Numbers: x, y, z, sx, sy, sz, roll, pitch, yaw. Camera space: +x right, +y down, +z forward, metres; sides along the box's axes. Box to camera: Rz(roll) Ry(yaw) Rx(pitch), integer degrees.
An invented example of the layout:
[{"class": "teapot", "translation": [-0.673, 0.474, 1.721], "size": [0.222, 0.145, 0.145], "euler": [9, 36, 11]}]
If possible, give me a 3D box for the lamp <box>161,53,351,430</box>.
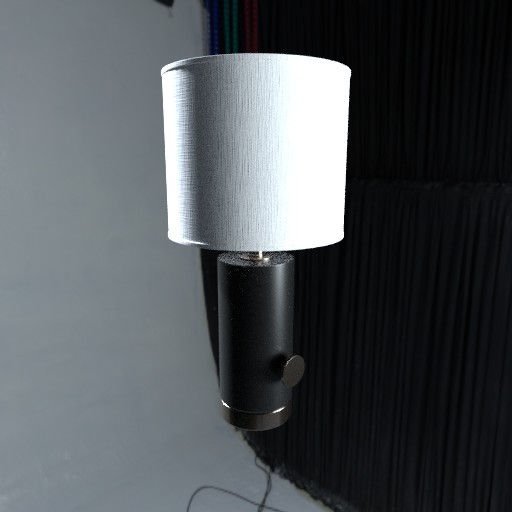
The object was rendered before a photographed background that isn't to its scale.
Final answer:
[{"class": "lamp", "translation": [0.000, 0.000, 0.627], "size": [0.241, 0.482, 0.240], "euler": [-12, 17, -43]}]
